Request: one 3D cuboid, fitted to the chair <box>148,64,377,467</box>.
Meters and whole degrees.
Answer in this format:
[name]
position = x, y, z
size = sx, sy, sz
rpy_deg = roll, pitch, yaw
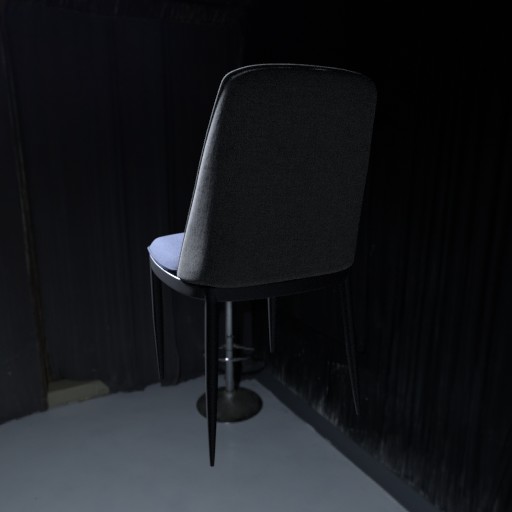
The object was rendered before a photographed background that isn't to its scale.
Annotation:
[chair]
position = 0.000, 0.000, 1.167
size = 0.488, 0.855, 0.550
rpy_deg = -7, 15, -27
